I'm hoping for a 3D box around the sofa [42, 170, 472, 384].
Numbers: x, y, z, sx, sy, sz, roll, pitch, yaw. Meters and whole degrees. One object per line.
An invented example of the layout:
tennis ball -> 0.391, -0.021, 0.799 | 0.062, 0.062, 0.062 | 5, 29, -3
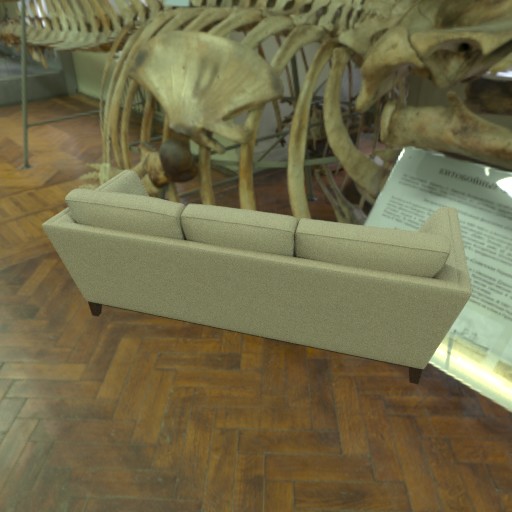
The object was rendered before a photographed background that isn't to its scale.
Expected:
sofa -> 0.000, 0.000, 2.887 | 2.388, 0.940, 0.965 | 9, 32, 14
